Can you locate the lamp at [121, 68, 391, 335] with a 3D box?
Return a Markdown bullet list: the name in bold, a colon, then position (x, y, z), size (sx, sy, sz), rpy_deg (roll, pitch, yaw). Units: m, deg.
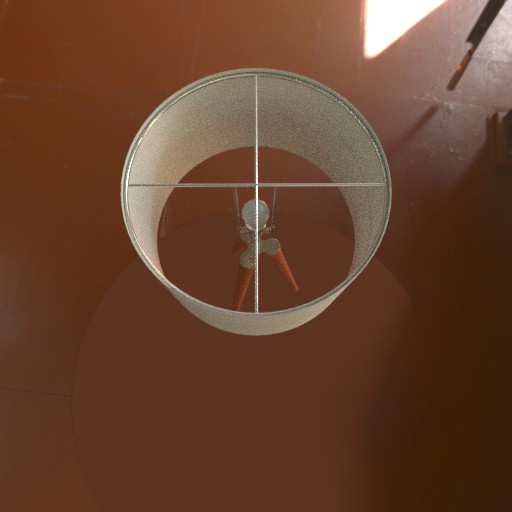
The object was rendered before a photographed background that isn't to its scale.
- **lamp**: position (0.000, 0.000, 0.922), size (0.355, 0.709, 0.354), rpy_deg (39, 78, 10)
